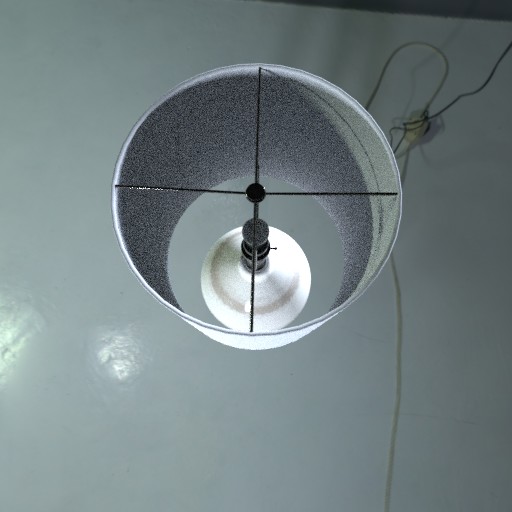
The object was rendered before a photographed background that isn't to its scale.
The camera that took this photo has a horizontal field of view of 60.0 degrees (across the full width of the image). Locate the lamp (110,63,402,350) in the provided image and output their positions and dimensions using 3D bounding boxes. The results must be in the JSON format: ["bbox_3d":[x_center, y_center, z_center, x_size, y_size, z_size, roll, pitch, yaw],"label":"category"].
[{"bbox_3d":[0.000,0.000,0.525,0.217,0.404,0.217,2,76,0],"label":"lamp"}]
